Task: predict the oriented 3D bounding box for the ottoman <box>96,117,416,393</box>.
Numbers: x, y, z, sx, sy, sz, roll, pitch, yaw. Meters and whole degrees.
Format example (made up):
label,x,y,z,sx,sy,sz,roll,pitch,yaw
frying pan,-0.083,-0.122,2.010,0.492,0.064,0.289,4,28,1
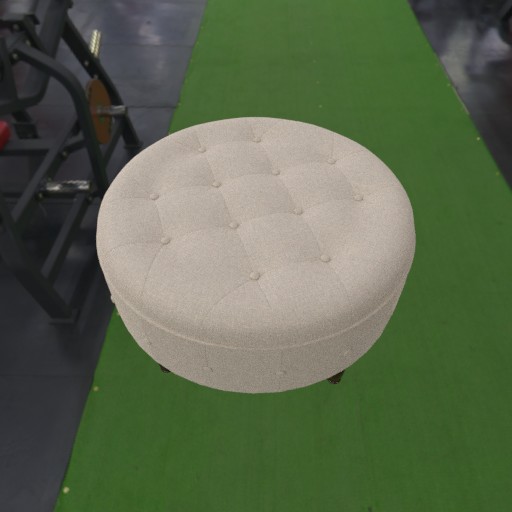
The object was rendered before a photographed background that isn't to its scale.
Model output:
label,x,y,z,sx,sy,sz,roll,pitch,yaw
ottoman,0.000,0.000,1.335,0.848,0.494,0.848,0,48,0
